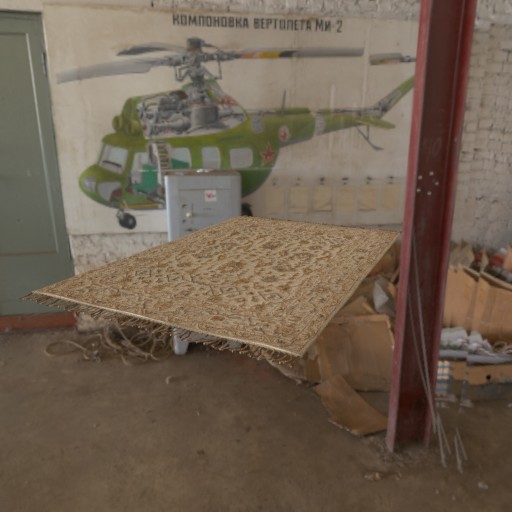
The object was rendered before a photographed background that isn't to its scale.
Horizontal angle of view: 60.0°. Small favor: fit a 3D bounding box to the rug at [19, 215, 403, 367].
[{"bbox_3d":[0.000,0.000,2.991,1.529,0.027,2.434,8,18,26],"label":"rug"}]
